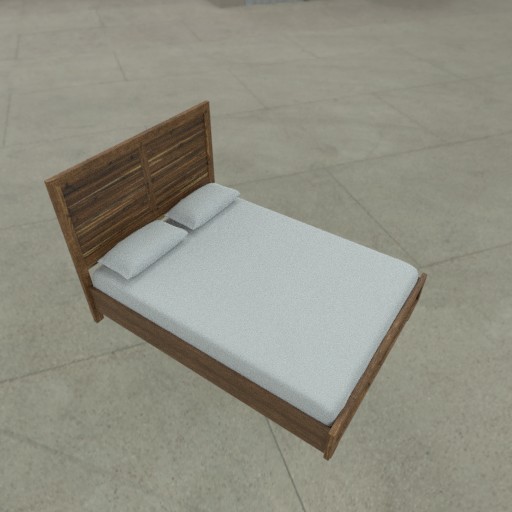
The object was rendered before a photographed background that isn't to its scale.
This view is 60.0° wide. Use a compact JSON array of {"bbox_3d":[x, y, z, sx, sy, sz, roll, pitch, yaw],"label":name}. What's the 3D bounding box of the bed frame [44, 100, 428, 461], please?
[{"bbox_3d":[0.000,0.000,3.460,2.276,1.417,1.696,24,46,25],"label":"bed frame"}]
